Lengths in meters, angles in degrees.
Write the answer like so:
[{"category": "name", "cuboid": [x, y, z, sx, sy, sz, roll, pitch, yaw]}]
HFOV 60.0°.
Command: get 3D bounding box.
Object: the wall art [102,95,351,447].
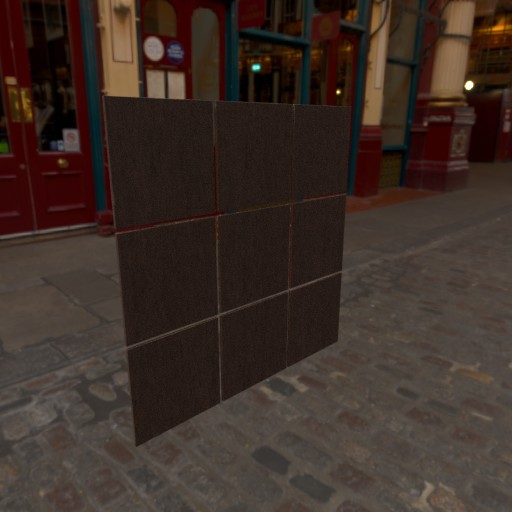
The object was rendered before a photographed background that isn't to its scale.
[{"category": "wall art", "cuboid": [0.000, 0.000, 2.330, 1.527, 1.525, 0.014, -15, 22, -41]}]
